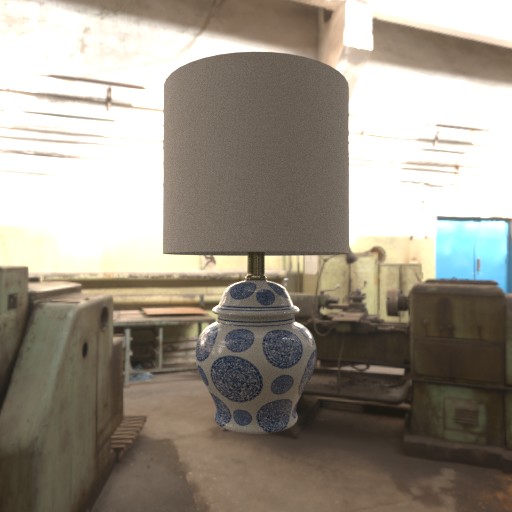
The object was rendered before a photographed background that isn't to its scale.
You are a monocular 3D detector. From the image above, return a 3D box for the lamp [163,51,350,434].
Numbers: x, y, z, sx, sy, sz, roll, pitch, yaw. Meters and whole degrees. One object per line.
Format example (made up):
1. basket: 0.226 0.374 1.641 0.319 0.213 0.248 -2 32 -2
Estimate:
1. lamp: 0.000 0.000 0.520 0.215 0.381 0.215 0 -1 -17
